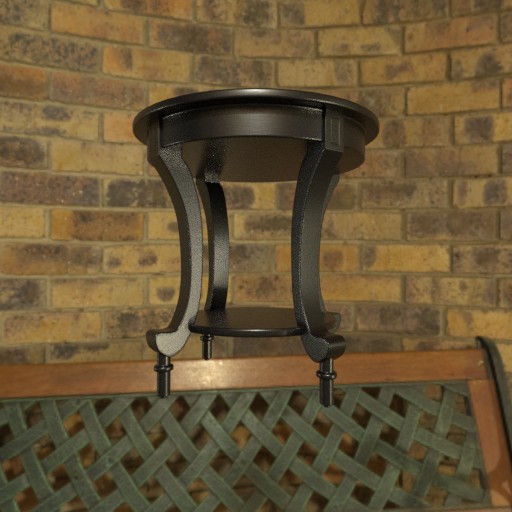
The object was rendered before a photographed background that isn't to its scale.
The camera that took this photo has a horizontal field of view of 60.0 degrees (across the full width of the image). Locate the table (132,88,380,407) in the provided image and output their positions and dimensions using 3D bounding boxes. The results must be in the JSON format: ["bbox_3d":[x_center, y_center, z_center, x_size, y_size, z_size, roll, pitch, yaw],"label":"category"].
[{"bbox_3d":[0.000,0.000,1.111,0.597,0.618,0.597,0,0,0],"label":"table"}]
